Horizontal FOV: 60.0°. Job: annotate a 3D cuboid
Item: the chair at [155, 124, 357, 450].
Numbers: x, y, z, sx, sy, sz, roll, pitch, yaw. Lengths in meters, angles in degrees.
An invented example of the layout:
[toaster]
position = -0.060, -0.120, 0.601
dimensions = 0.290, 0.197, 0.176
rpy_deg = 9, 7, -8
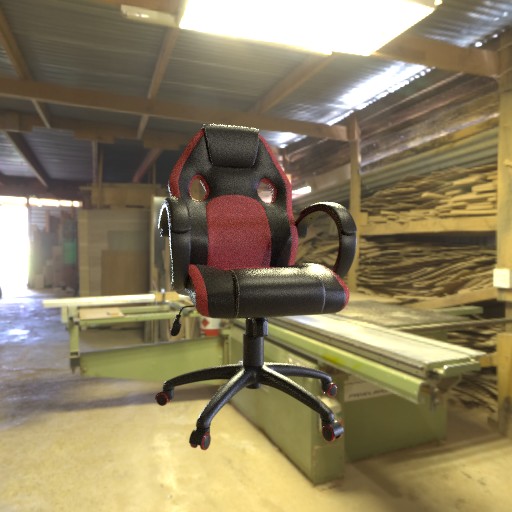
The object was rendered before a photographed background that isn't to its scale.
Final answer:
[chair]
position = 0.000, 0.000, 1.730
dimensions = 0.750, 1.189, 0.783
rpy_deg = 0, 1, -18
